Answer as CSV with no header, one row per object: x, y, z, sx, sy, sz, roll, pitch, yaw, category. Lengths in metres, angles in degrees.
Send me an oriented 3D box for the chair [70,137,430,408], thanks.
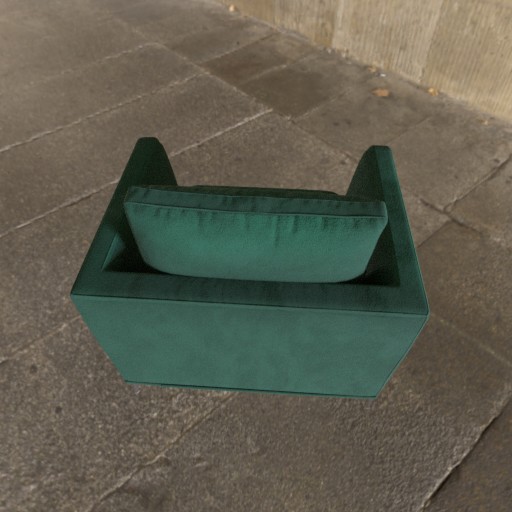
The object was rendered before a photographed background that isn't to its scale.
0.000,0.000,1.724,1.047,0.997,0.852,3,47,3,chair
